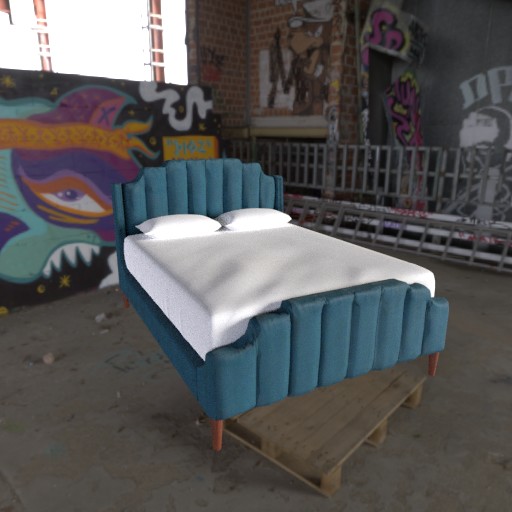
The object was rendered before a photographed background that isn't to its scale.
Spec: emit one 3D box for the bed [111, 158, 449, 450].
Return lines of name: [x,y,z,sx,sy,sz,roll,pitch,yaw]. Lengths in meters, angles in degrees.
bed: [0.000,0.000,3.397,1.676,1.351,2.322,-8,17,-27]
